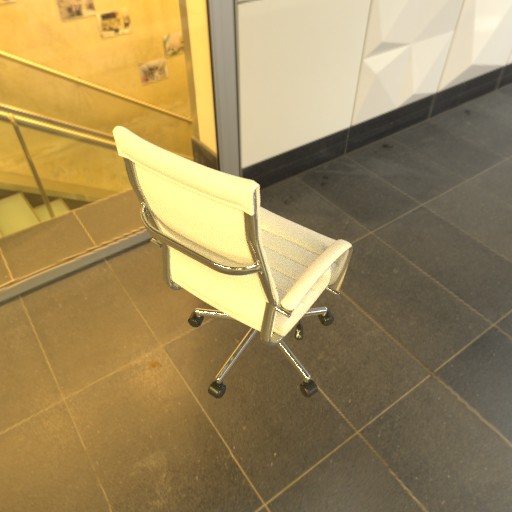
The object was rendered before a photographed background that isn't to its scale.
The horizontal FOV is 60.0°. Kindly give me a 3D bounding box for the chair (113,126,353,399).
[{"bbox_3d":[0.000,0.000,1.586,0.679,1.149,0.679,26,51,24],"label":"chair"}]
